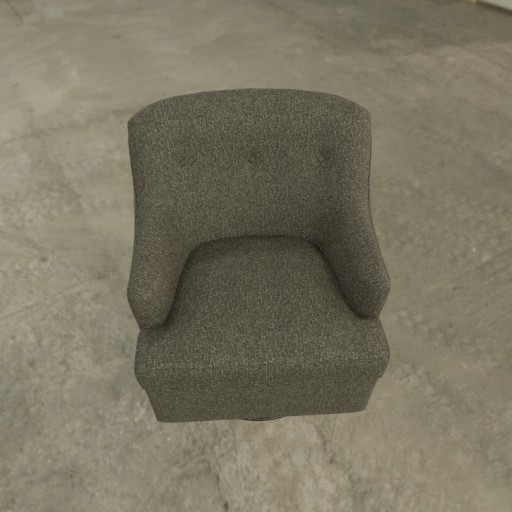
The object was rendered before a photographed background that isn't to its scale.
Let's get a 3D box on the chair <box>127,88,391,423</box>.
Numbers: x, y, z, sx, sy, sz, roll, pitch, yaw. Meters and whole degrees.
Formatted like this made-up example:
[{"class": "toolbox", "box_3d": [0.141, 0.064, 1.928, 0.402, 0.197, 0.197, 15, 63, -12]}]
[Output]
[{"class": "chair", "box_3d": [0.000, 0.000, 1.606, 0.864, 0.856, 0.923, -2, 46, -2]}]
